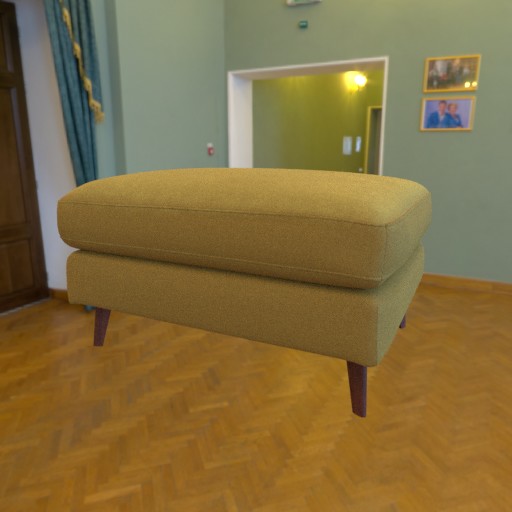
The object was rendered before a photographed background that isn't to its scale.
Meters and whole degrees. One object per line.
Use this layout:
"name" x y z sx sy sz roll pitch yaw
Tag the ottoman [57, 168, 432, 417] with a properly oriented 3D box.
"ottoman" 0.000 0.000 1.166 0.811 0.449 0.608 7 16 26
